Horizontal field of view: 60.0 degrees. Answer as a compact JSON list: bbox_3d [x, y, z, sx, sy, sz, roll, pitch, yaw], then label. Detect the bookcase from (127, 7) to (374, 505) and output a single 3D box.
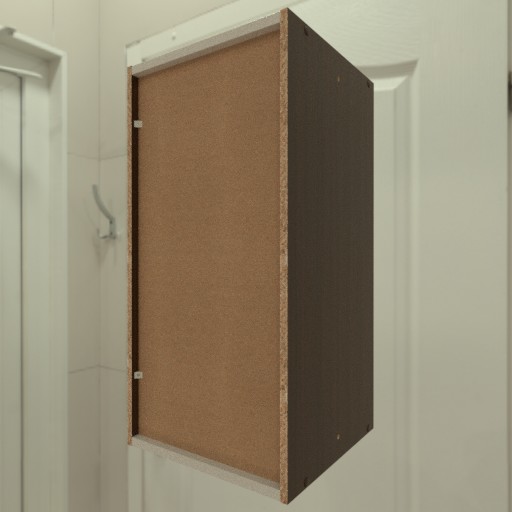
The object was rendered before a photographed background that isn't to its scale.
[{"bbox_3d":[0.000,0.000,0.738,0.300,0.600,0.290,0,0,35],"label":"bookcase"}]
